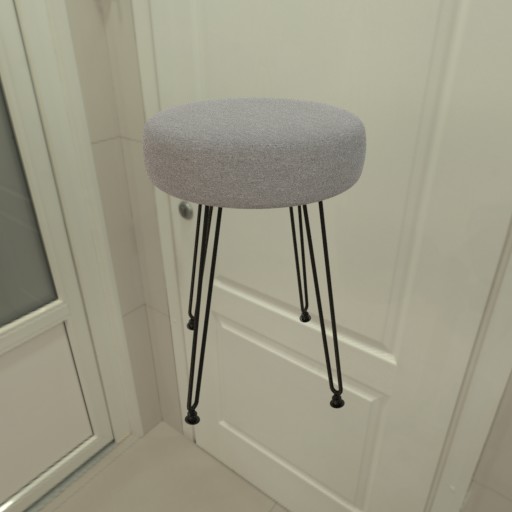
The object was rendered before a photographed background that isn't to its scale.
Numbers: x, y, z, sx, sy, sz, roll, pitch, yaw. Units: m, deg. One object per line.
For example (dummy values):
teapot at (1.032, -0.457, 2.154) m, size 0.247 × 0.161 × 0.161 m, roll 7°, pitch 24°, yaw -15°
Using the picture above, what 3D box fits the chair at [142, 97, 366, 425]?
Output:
chair at (0.000, 0.000, 0.695) m, size 0.350 × 0.440 × 0.350 m, roll 20°, pitch 35°, yaw 32°
